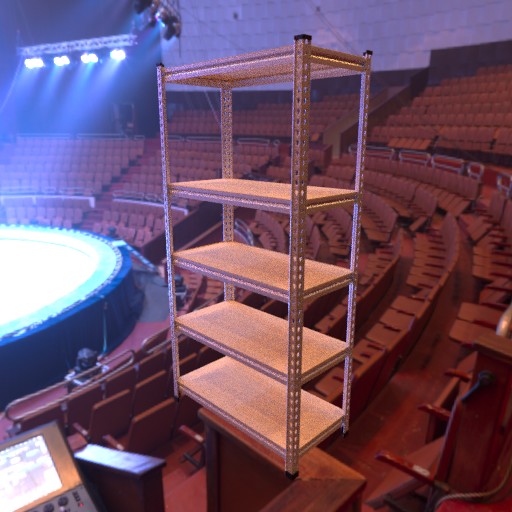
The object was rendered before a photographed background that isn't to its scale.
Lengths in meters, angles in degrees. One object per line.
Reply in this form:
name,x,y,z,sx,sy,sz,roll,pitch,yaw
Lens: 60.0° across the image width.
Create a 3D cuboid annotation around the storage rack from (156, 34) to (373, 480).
storage rack,0.000,0.000,2.215,0.914,1.829,0.457,14,21,43
